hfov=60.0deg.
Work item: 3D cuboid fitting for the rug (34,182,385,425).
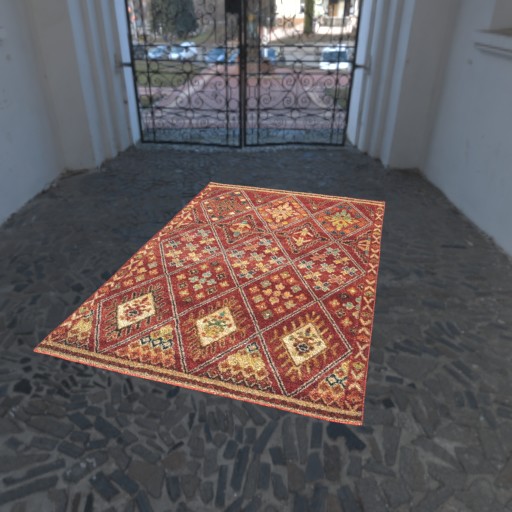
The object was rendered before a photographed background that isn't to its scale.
[{"bbox_3d":[0.000,0.000,2.839,1.521,0.026,2.286,8,31,14],"label":"rug"}]
